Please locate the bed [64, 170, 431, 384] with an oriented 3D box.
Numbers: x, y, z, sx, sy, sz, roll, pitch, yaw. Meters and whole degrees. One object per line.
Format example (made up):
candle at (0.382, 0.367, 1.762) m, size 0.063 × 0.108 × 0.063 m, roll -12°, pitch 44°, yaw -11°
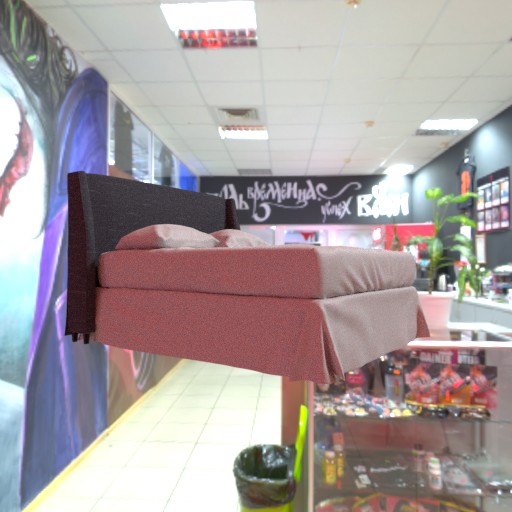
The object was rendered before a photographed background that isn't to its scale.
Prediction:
bed at (0.000, 0.000, 3.521) m, size 2.276 × 1.332 × 1.925 m, roll -1°, pitch -1°, yaw 36°
